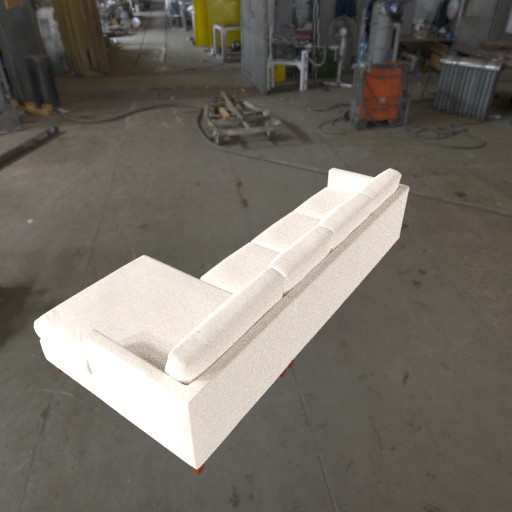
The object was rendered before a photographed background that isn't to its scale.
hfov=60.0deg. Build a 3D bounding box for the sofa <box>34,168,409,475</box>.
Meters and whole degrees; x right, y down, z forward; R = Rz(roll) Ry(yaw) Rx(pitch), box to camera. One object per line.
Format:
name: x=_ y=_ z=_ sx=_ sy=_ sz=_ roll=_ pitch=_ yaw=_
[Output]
sofa: x=0.000 y=0.000 z=4.061 sx=1.606 sy=0.954 sz=3.471 roll=21 pitch=39 yaw=29
